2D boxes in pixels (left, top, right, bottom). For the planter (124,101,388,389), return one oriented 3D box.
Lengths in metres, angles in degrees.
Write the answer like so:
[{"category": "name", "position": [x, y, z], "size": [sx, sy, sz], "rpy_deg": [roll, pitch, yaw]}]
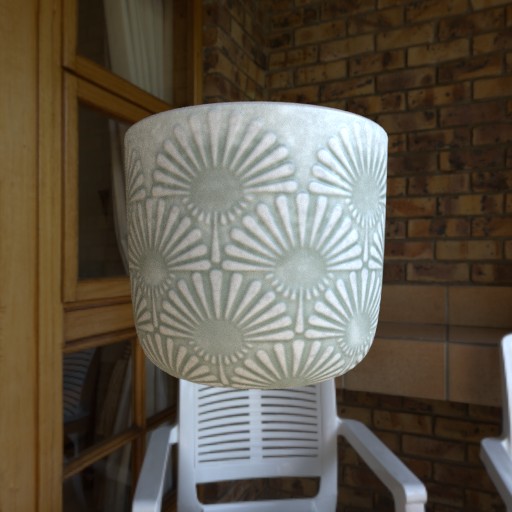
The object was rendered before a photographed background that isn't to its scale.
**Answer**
[{"category": "planter", "position": [0.000, 0.000, 0.217], "size": [0.124, 0.109, 0.124], "rpy_deg": [0, 0, 0]}]
